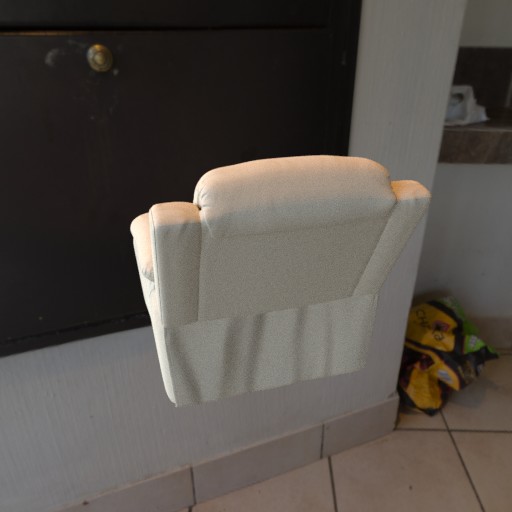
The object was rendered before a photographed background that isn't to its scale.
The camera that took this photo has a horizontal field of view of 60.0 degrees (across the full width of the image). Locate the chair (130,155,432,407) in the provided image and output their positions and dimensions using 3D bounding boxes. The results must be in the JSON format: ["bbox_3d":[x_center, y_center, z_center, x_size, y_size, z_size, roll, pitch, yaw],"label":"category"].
[{"bbox_3d":[0.000,0.000,1.282,0.680,0.702,0.709,-7,27,-15],"label":"chair"}]
